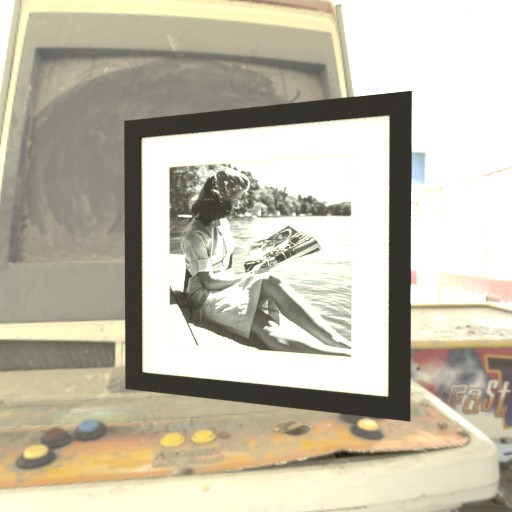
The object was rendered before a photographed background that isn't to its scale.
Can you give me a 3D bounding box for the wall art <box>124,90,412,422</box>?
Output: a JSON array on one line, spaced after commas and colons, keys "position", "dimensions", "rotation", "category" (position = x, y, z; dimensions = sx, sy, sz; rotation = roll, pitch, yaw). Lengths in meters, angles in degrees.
[{"position": [0.000, 0.000, 0.699], "dimensions": [0.462, 0.458, 0.030], "rotation": [0, 1, 18], "category": "wall art"}]
